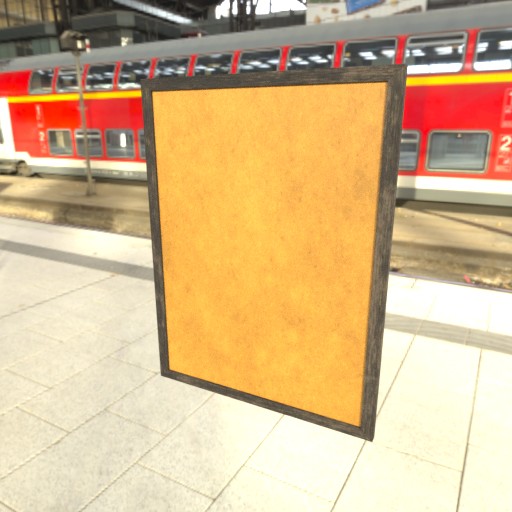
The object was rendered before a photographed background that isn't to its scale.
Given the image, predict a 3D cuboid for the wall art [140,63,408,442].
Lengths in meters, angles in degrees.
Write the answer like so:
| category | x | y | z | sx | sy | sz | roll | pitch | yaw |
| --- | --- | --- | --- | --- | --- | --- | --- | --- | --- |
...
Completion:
| category | x | y | z | sx | sy | sz | roll | pitch | yaw |
| --- | --- | --- | --- | --- | --- | --- | --- | --- | --- |
| wall art | 0.000 | 0.000 | 1.389 | 0.812 | 1.066 | 0.029 | 8 | 18 | 26 |
